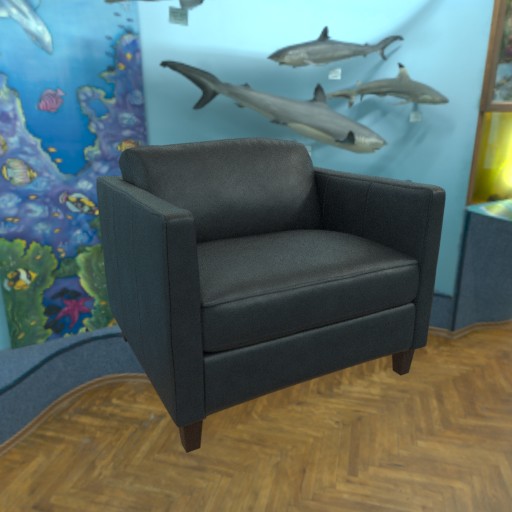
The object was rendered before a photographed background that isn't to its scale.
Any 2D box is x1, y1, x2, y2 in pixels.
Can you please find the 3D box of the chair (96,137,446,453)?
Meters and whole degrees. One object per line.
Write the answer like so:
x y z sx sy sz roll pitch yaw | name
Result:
0.000 0.000 1.604 0.939 0.811 0.862 -9 19 -27 | chair
